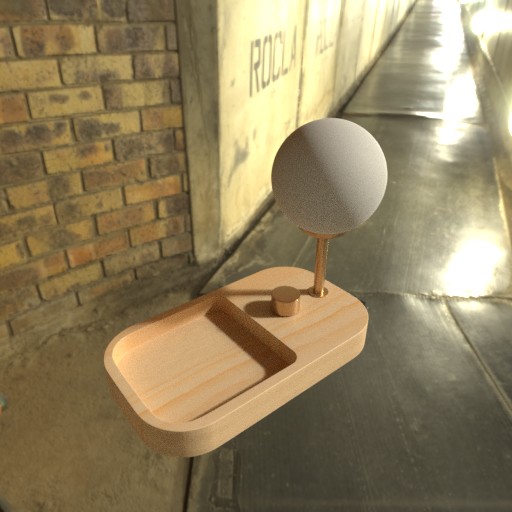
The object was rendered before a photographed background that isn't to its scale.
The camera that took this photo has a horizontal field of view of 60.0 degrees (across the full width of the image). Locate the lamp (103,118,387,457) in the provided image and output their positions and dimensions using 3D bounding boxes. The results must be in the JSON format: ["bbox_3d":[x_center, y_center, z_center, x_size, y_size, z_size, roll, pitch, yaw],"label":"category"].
[{"bbox_3d":[0.000,0.000,0.466,0.331,0.253,0.173,-22,36,-33],"label":"lamp"}]
